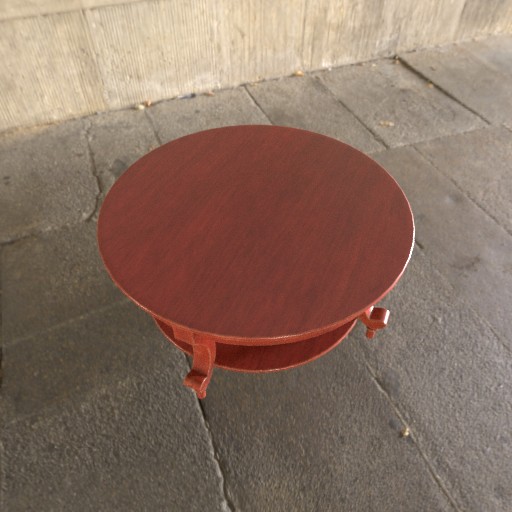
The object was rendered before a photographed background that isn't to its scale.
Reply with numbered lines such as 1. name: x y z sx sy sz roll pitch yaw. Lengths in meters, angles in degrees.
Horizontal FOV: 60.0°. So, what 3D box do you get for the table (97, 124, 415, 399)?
1. table: 0.000 0.000 1.643 1.029 0.486 1.029 0 47 0
